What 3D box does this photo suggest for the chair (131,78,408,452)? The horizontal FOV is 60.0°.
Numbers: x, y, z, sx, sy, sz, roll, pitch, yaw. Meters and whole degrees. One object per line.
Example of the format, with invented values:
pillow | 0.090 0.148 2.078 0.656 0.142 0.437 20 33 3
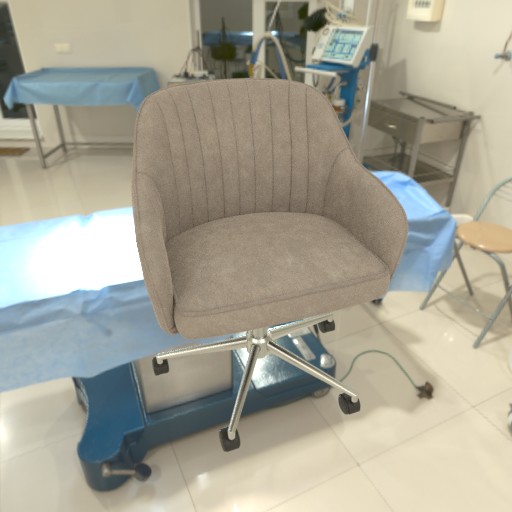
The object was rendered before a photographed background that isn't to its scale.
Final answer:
chair | 0.000 0.000 1.220 0.635 0.831 0.573 -10 33 -16
